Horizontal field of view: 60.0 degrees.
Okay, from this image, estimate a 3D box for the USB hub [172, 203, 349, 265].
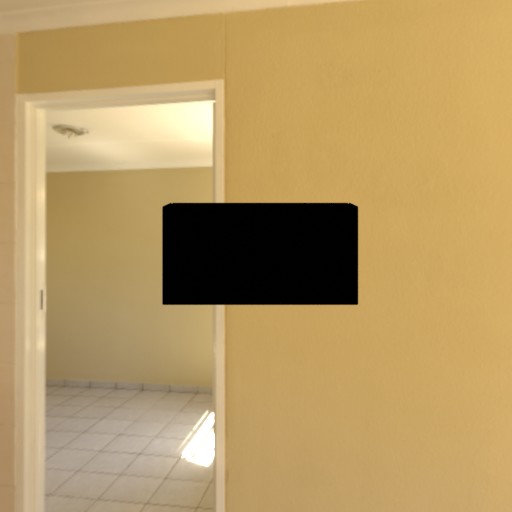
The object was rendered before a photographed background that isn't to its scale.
[{"bbox_3d":[0.000,0.000,0.163,0.044,0.023,0.145,0,0,-1],"label":"USB hub"}]
